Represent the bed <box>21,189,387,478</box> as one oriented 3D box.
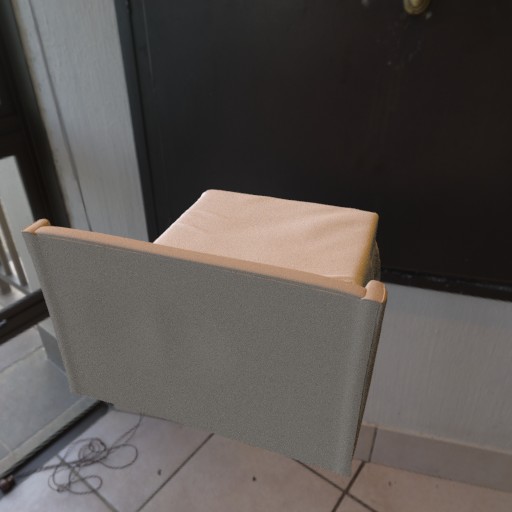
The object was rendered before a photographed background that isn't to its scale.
[{"bbox_3d":[0.000,0.000,3.345,1.925,1.332,2.276,10,34,16],"label":"bed"}]
